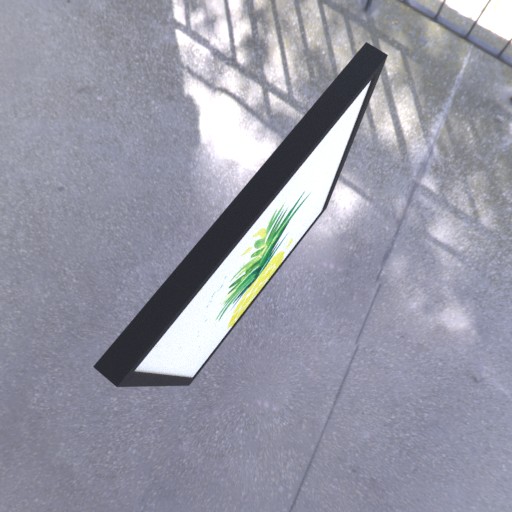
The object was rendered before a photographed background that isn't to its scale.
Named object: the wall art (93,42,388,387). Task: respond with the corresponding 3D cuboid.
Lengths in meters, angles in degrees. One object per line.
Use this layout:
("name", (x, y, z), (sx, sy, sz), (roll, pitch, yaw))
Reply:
("wall art", (0.000, 0.000, 0.752), (0.033, 0.507, 0.508), (36, 77, 10))
